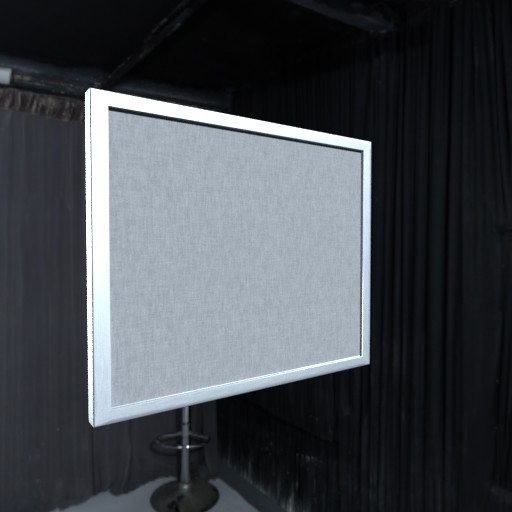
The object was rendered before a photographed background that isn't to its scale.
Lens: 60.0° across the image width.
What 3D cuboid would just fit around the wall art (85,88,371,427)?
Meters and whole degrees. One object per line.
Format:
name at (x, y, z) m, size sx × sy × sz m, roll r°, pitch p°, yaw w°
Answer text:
wall art at (0.000, 0.000, 0.764) m, size 0.556 × 0.457 × 0.028 m, roll -1°, pitch 2°, yaw -35°
